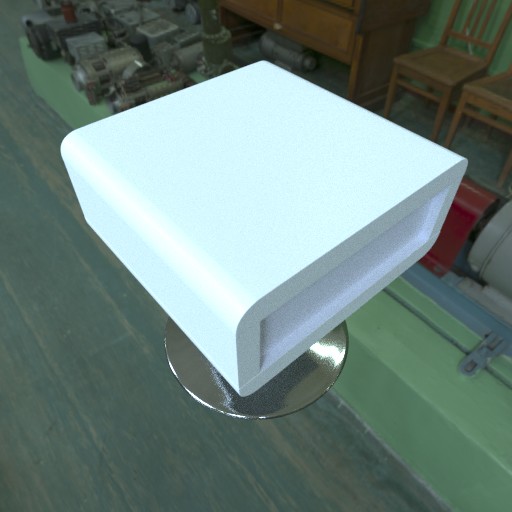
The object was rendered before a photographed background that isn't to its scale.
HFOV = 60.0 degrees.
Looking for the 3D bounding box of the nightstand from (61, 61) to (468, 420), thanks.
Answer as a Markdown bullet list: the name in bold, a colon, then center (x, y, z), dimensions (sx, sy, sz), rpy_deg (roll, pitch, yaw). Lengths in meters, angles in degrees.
- **nightstand**: center (0.000, 0.000, 0.754), dimensions (0.399, 0.447, 0.404), rpy_deg (-32, 55, -27)
